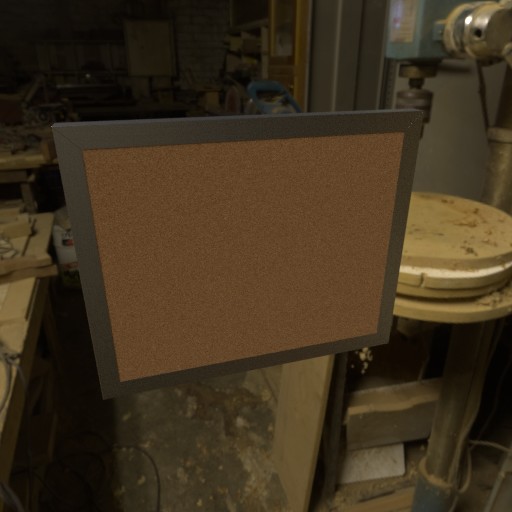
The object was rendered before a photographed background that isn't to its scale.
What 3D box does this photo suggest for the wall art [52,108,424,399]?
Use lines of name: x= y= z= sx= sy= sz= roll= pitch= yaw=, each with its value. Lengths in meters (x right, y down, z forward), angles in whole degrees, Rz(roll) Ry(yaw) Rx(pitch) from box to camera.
wall art: x=0.000 y=0.000 z=0.752 sx=0.557 sy=0.456 sz=0.032 roll=-7 pitch=26 yaw=-15
